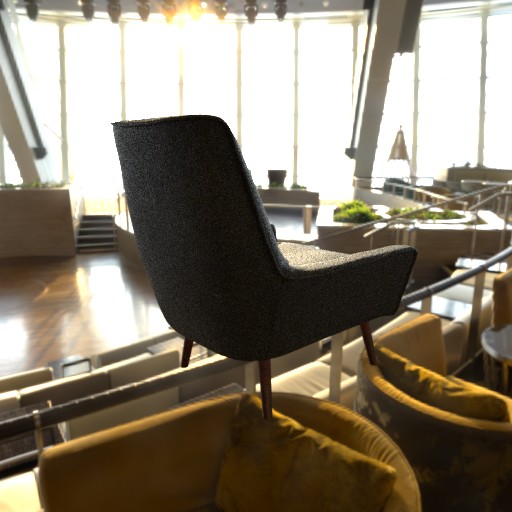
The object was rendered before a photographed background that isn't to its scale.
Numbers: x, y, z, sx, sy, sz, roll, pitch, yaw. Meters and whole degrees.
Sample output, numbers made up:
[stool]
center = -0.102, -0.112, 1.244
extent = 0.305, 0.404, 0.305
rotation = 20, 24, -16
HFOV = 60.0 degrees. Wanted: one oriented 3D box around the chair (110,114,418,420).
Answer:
[chair]
center = 0.000, 0.000, 1.518
extent = 0.859, 0.883, 0.763
rotation = -13, 19, -42
